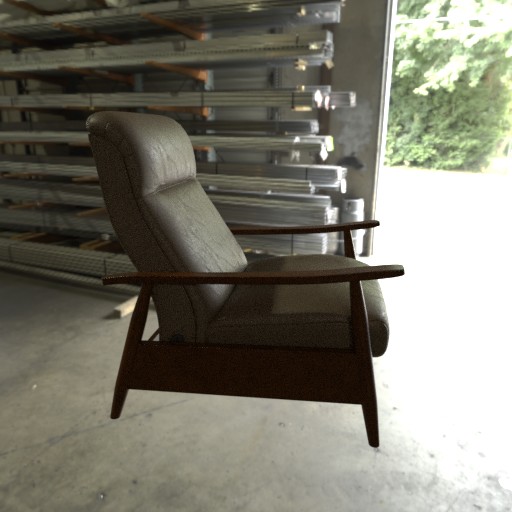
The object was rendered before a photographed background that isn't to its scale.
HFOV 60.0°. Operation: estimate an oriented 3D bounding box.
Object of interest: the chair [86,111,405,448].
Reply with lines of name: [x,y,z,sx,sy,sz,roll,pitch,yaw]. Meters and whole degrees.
chair: [0.000,0.000,1.754,1.014,1.082,0.762,3,16,9]
